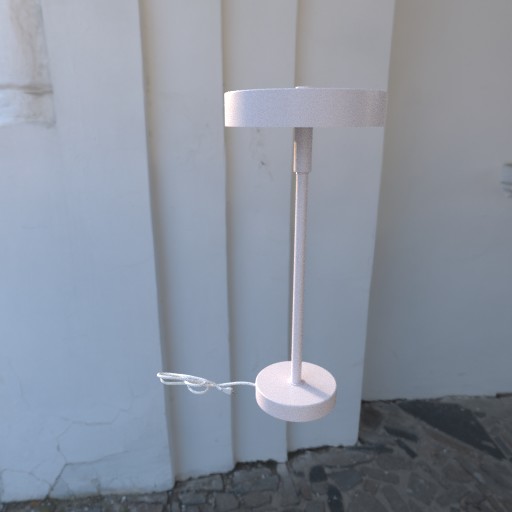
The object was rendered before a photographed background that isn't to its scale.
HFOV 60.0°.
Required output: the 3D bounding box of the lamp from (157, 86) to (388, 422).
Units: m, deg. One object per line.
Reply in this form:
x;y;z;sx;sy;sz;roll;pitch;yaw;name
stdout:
0.000;0.000;0.714;0.369;0.508;0.229;3;17;9;lamp
